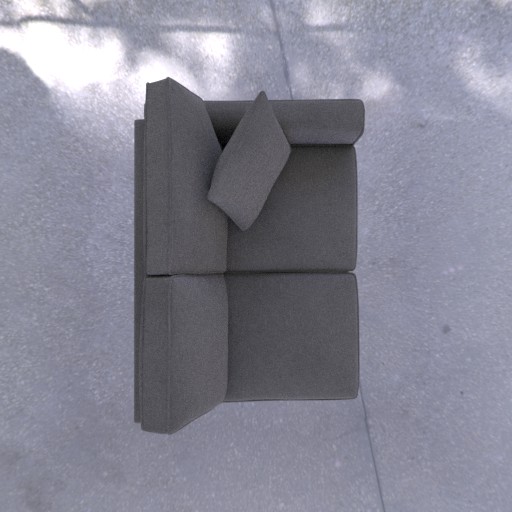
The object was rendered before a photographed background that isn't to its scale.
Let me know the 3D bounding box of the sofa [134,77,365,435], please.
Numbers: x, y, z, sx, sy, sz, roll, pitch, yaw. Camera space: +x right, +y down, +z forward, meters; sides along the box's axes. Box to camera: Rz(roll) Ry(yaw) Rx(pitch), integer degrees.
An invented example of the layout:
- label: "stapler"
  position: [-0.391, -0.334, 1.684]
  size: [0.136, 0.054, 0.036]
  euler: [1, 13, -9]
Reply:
- label: "sofa"
  position: [0.000, 0.000, 2.101]
  size: [0.991, 0.989, 1.388]
  euler: [0, 90, 0]
